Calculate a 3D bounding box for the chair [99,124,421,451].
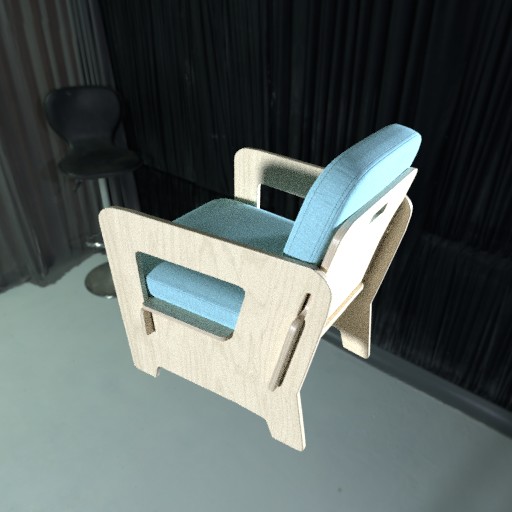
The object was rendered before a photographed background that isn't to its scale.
[{"bbox_3d":[0.000,0.000,1.280,0.710,0.800,0.590,21,38,30],"label":"chair"}]
